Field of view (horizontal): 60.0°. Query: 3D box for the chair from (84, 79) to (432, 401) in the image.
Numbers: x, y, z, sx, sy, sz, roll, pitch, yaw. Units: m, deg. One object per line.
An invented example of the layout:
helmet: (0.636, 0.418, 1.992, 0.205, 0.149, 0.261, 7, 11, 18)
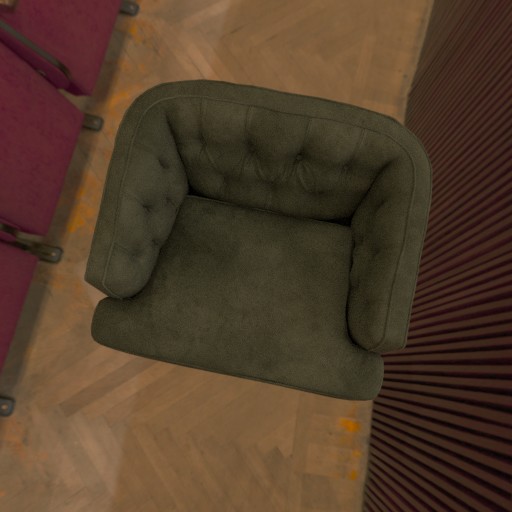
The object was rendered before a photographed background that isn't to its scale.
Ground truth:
chair: (0.000, 0.000, 1.753, 1.104, 0.852, 0.941, 11, 76, 3)
